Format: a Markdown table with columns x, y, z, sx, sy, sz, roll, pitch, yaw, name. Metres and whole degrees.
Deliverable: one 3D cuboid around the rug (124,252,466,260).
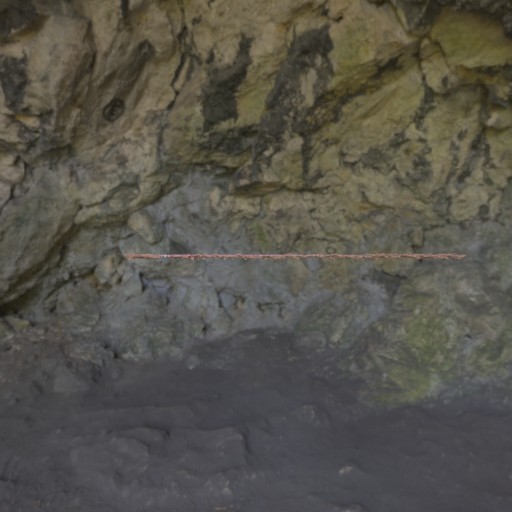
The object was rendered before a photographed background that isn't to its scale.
| x | y | z | sx | sy | sz | roll | pitch | yaw | name |
| --- | --- | --- | --- | --- | --- | --- | --- | --- | --- |
| 0.000 | 0.000 | 2.627 | 1.469 | 0.040 | 2.025 | 0 | 0 | -18 | rug |
